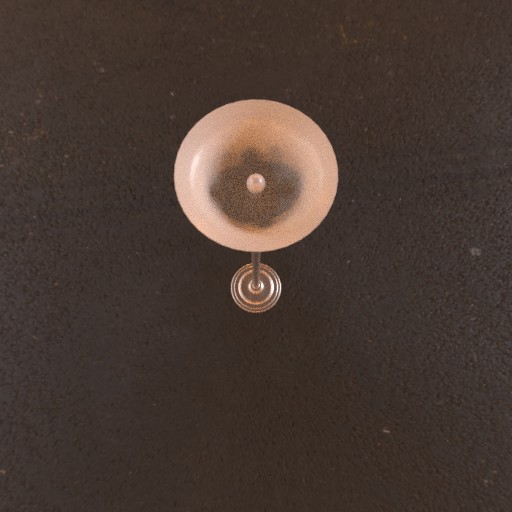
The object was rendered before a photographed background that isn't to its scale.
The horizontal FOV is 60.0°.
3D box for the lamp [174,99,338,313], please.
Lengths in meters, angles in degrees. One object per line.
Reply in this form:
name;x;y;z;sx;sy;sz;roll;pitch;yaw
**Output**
lamp;0.000;0.000;1.955;0.405;1.771;0.405;32;79;7
